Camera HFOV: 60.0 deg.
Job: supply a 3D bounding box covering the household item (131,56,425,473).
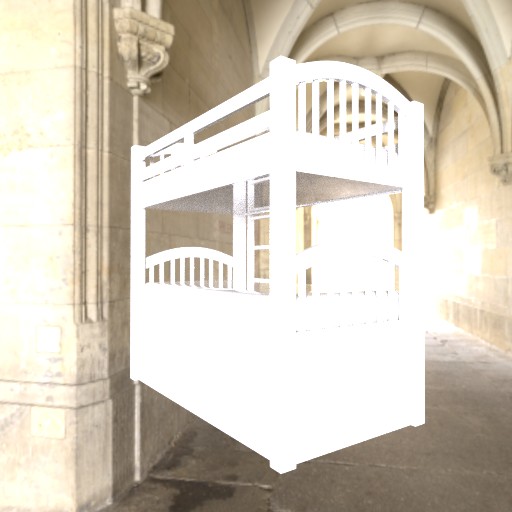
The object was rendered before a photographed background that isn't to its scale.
[{"bbox_3d":[0.000,0.000,3.211,1.143,2.032,2.032,0,-1,-35],"label":"household item"}]
